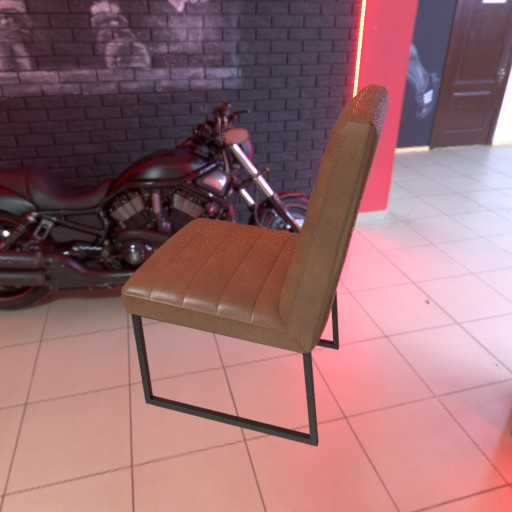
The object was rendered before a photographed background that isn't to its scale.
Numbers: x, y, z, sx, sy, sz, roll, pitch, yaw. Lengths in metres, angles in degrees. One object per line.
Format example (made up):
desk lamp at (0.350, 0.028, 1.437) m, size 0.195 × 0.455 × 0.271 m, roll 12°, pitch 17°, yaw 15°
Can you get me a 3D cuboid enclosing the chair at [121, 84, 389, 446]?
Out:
chair at (0.000, 0.000, 1.317) m, size 0.634 × 0.930 × 0.520 m, roll 8°, pitch 29°, yaw 15°
